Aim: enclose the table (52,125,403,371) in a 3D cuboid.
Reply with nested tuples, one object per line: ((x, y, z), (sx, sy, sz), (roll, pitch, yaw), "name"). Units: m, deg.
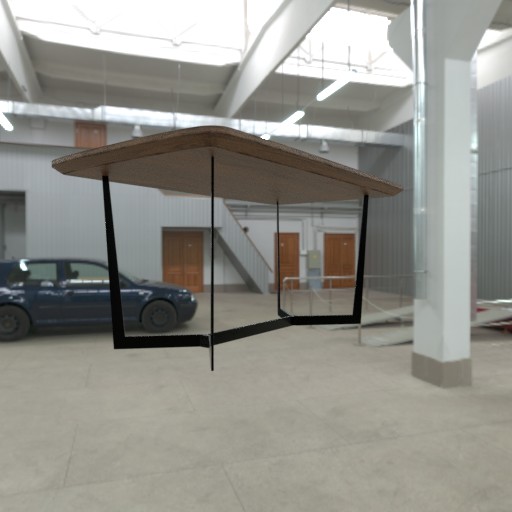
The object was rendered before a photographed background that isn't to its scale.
((0.000, 0.000, 2.151), (0.949, 0.765, 1.643), (1, 1, 37), "table")
